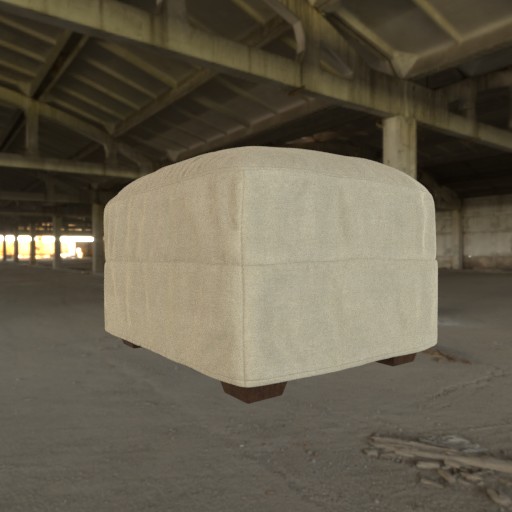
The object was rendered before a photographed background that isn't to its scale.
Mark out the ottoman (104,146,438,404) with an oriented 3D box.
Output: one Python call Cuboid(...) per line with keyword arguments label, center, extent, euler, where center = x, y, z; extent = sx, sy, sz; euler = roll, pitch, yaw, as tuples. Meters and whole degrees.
Cuboid(label="ottoman", center=(0.000, 0.000, 1.103), extent=(0.584, 0.480, 0.712), euler=(-1, 1, -37))
